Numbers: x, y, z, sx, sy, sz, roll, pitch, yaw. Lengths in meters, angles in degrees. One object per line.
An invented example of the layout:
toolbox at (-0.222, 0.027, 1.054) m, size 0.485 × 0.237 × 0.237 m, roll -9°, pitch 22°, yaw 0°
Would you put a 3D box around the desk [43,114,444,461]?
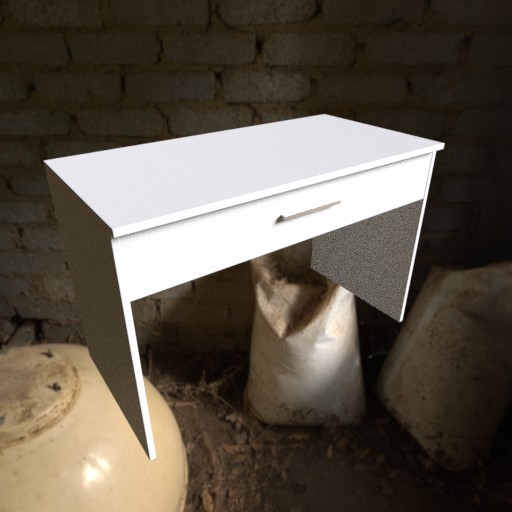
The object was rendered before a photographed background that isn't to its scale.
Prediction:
desk at (0.000, 0.000, 1.529) m, size 1.100 × 0.730 × 0.560 m, roll -19°, pitch 34°, yaw -31°
